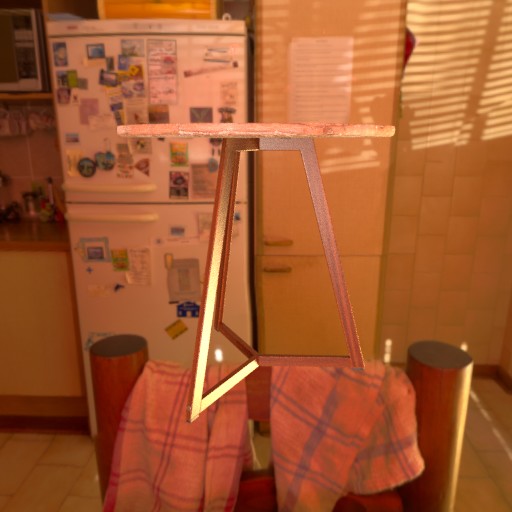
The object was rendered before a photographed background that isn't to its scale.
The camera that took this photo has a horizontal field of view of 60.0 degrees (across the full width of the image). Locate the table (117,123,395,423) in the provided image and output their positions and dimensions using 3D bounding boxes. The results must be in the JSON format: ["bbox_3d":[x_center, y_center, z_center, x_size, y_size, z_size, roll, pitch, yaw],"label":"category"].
[{"bbox_3d":[0.000,0.000,0.896,0.500,0.500,0.500,0,15,0],"label":"table"}]
